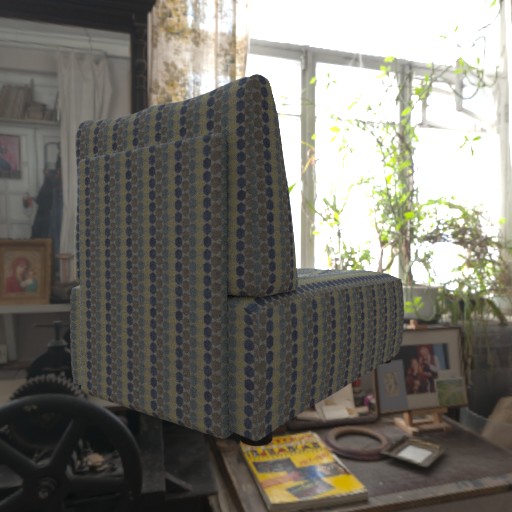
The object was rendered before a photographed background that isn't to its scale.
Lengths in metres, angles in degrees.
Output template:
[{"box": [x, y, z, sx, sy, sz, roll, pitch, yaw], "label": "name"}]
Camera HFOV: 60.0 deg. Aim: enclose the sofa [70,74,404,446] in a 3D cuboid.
[{"box": [0.000, 0.000, 1.517, 0.700, 0.820, 1.000, 1, 1, 36], "label": "sofa"}]
